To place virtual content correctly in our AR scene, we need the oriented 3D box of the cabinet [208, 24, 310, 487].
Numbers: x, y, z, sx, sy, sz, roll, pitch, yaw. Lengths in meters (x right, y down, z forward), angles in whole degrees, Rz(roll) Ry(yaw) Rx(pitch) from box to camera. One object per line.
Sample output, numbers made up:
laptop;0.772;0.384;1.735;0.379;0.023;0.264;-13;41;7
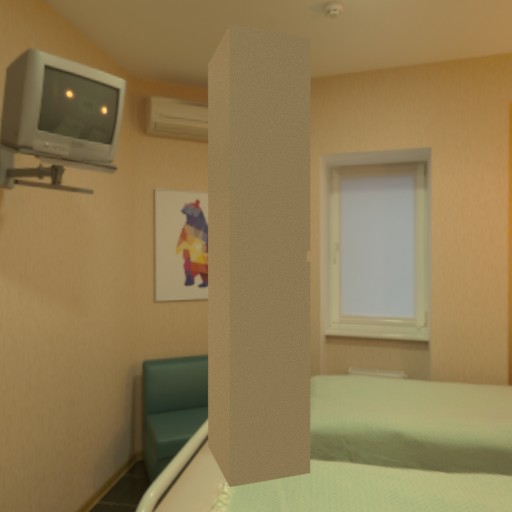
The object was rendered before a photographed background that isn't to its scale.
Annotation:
cabinet;0.000;0.000;1.526;0.269;1.400;0.300;0;0;-19
